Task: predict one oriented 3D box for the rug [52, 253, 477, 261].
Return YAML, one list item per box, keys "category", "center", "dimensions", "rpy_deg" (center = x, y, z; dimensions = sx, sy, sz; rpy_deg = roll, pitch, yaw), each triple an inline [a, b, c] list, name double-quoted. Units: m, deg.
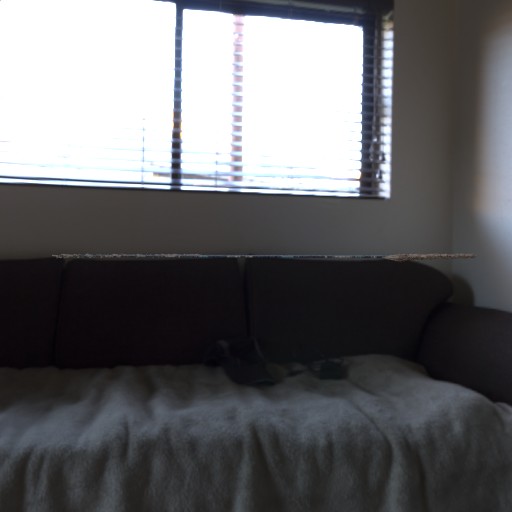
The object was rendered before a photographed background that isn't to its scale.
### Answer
- category: "rug"
  center: [0.000, 0.000, 2.347]
  dimensions: [1.936, 0.028, 1.181]
  rpy_deg: [0, 0, 36]
